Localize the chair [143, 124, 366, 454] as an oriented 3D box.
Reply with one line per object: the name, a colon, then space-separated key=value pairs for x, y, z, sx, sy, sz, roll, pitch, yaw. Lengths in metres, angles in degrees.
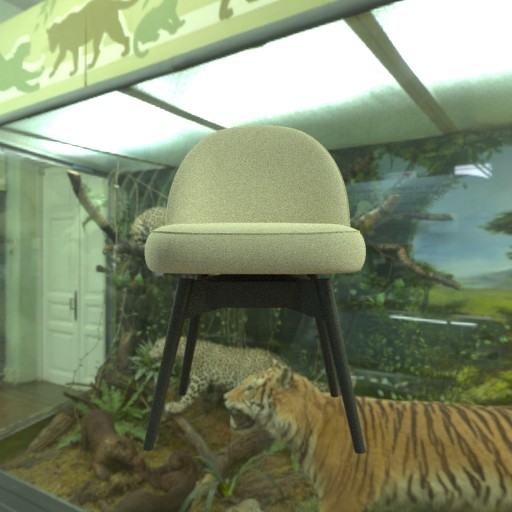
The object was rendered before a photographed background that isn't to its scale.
chair: x=0.000 y=0.000 z=1.169 sx=0.532 sy=0.838 sz=0.540 roll=0 pitch=0 yaw=2
